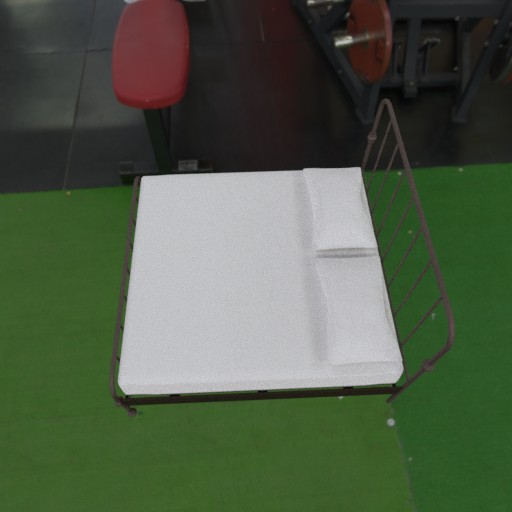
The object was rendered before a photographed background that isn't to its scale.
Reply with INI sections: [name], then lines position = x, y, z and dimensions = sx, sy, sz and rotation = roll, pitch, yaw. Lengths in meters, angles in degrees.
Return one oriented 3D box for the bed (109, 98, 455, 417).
[bed]
position = 0.000, 0.000, 3.447
dimensions = 2.134, 1.446, 2.044
rotation = -2, 59, -1
